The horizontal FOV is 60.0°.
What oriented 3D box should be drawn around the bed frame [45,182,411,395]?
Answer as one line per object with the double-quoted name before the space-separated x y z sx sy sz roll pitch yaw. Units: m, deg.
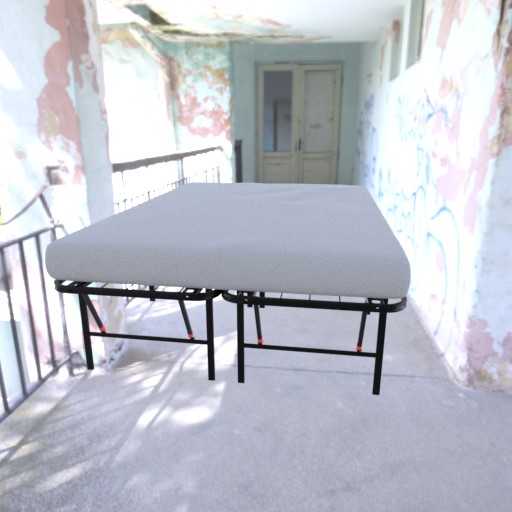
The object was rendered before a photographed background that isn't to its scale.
"bed frame" 0.000 0.000 2.550 1.372 0.637 1.905 3 17 8
